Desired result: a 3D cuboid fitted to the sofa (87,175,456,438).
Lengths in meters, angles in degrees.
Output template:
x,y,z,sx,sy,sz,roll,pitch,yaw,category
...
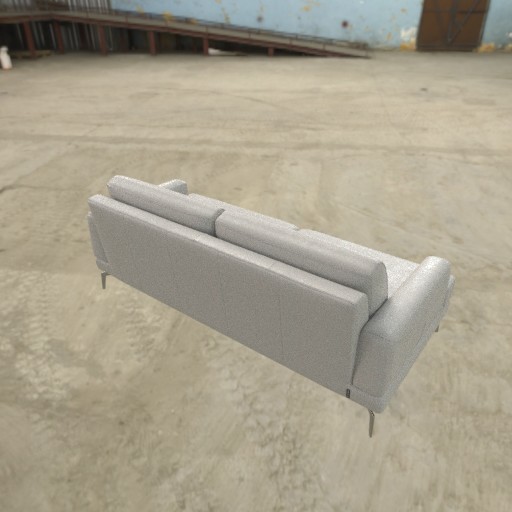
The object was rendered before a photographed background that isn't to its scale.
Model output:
x,y,z,sx,sy,sz,roll,pitch,yaw,category
0.000,0.000,2.490,1.940,0.765,0.974,21,36,32,sofa
